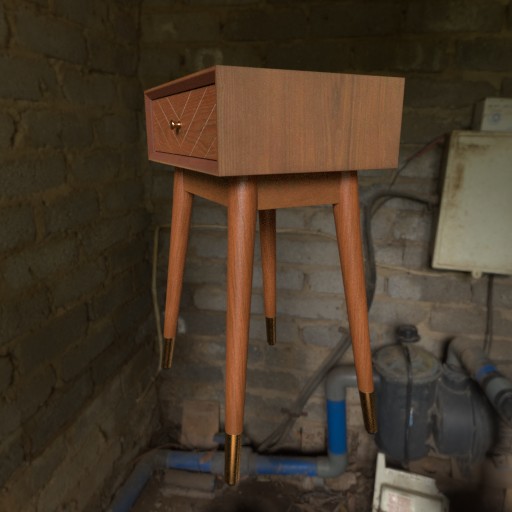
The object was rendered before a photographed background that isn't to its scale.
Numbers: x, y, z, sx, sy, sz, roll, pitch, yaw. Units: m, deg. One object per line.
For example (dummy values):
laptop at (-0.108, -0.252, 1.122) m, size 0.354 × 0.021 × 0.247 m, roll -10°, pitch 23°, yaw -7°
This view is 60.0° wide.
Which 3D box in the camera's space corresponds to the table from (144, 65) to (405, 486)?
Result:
table at (0.000, 0.000, 0.829) m, size 0.300 × 0.599 × 0.406 m, roll -8°, pitch 17°, yaw -25°
